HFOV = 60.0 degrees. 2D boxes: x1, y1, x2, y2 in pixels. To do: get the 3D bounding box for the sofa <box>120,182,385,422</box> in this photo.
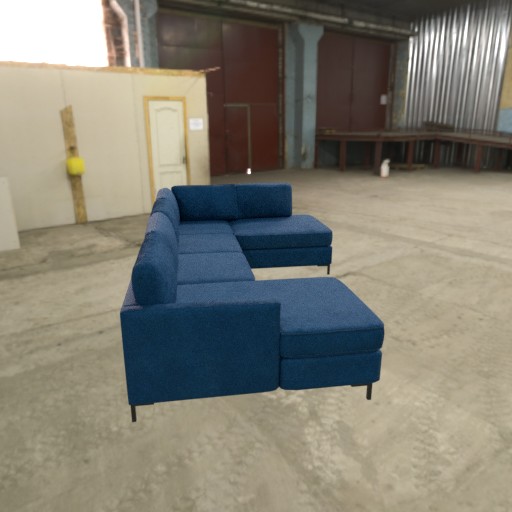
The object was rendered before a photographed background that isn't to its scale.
[{"bbox_3d":[0.000,0.000,4.234,2.055,0.992,3.434,-3,17,-9],"label":"sofa"}]
